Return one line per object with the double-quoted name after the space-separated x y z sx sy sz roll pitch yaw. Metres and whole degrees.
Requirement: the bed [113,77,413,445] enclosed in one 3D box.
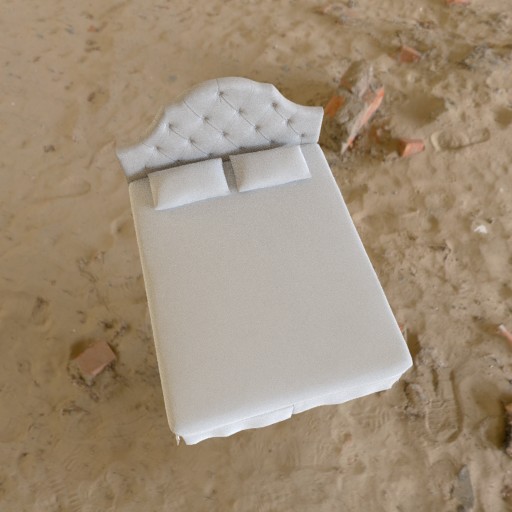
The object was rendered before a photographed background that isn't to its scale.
0.000 0.000 3.731 2.039 1.617 2.477 -14 64 -7 "bed"
